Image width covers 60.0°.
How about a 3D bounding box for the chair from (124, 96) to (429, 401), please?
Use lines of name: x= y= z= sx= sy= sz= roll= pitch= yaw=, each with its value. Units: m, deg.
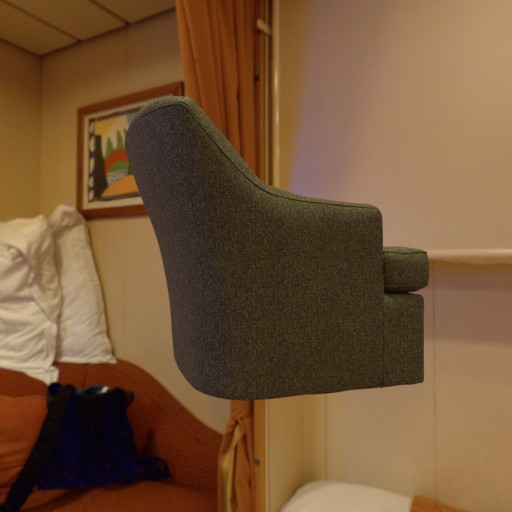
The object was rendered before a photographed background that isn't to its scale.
chair: x=0.000 y=0.000 z=1.607 sx=0.923 sy=0.856 sz=0.864 roll=1 pitch=-2 yaw=-17
